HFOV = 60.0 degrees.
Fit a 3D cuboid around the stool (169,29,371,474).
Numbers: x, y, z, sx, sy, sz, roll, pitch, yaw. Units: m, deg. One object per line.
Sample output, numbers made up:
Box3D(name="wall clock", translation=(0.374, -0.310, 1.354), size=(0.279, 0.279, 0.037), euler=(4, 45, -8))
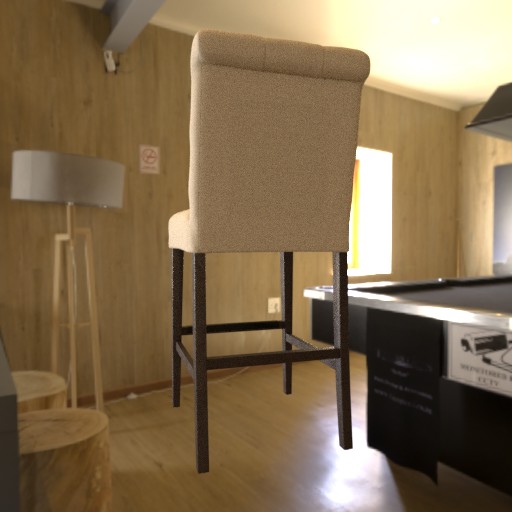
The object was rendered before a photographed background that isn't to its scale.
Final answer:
Box3D(name="stool", translation=(0.000, 0.000, 1.401), size=(0.482, 1.118, 0.610), euler=(-1, 2, -18))
